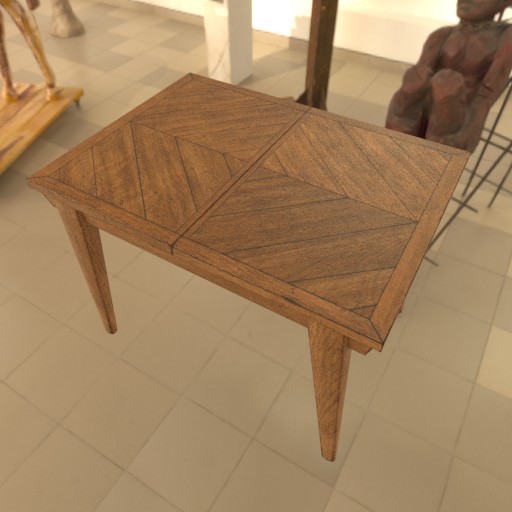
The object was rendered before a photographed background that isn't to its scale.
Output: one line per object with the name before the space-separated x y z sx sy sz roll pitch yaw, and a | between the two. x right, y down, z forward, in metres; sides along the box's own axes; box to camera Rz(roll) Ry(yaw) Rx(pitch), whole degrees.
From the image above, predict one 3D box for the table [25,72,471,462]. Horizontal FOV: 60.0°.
table | 0.000 0.000 1.540 1.027 0.760 0.757 23 51 20
